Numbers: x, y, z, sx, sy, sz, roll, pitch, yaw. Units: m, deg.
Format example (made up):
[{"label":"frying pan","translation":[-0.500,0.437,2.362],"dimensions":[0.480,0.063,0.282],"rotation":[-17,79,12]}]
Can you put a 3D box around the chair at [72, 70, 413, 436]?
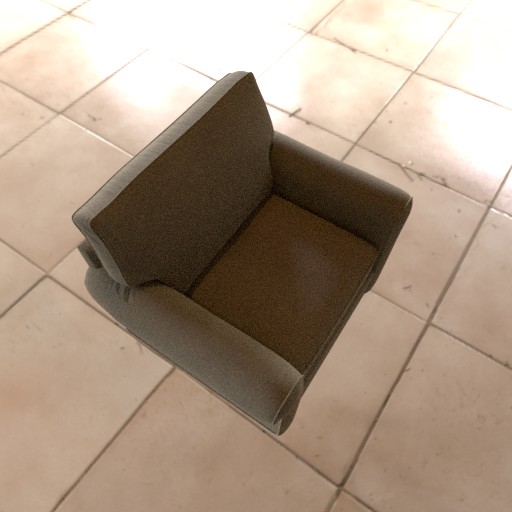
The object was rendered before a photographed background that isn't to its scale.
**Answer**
[{"label":"chair","translation":[0.000,0.000,1.915],"dimensions":[0.939,1.044,1.147],"rotation":[30,63,17]}]
